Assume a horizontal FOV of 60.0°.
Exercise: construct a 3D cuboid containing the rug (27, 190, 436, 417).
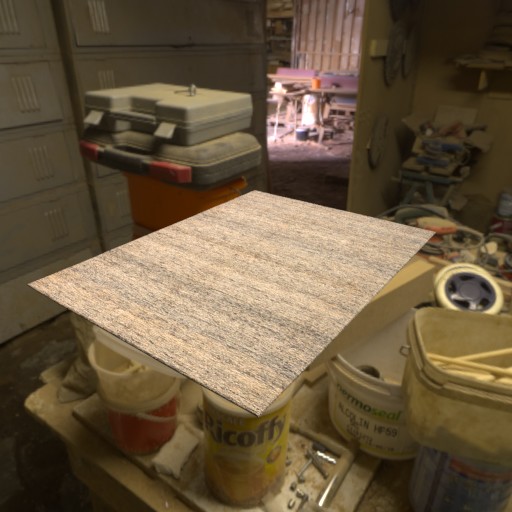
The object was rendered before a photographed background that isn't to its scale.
[{"bbox_3d":[0.000,0.000,4.227,2.414,0.036,3.199,18,32,32],"label":"rug"}]
